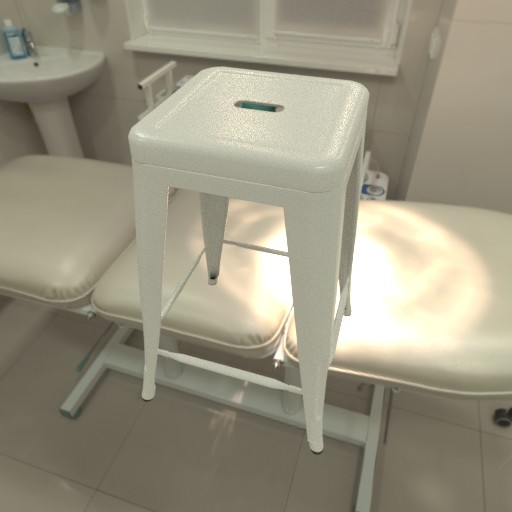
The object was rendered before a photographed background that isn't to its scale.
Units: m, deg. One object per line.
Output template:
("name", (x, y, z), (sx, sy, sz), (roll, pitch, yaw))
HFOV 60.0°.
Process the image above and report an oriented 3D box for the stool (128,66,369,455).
("stool", (0.000, 0.000, 0.873), (0.406, 0.610, 0.406), (12, 42, 13))
